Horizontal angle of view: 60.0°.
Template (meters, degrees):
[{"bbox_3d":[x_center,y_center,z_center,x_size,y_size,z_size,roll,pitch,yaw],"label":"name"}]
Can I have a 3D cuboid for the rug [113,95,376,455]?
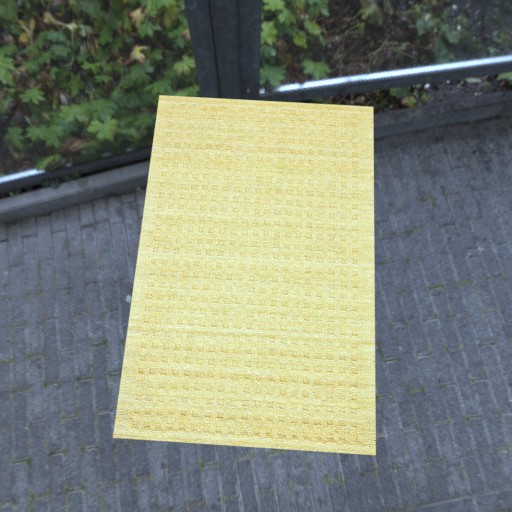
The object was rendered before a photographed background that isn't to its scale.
[{"bbox_3d":[0.000,0.000,2.860,1.524,0.006,2.286,3,75,1],"label":"rug"}]
